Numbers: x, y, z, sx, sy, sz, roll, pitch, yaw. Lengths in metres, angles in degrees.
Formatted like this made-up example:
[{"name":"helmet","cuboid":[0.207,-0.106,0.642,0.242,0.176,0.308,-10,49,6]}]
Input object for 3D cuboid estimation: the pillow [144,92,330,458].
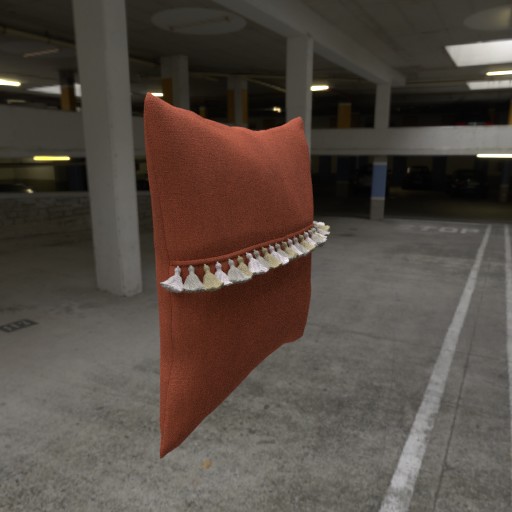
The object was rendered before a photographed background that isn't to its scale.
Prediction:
[{"name":"pillow","cuboid":[0.000,0.000,0.757,0.165,0.482,0.490,7,15,28]}]
